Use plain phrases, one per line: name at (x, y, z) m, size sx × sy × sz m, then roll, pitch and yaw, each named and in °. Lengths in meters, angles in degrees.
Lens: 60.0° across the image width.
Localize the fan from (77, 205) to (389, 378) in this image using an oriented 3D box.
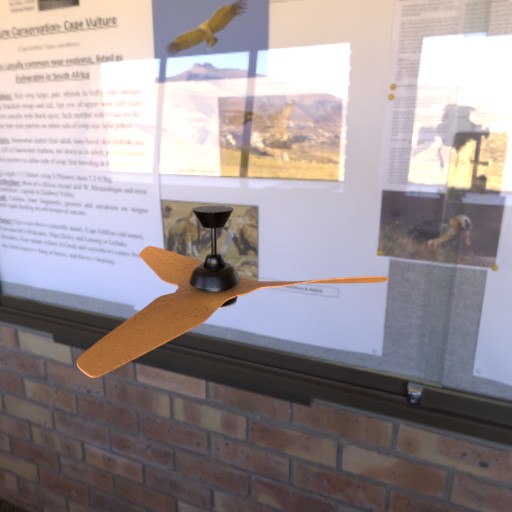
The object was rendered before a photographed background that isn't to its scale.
fan at (0.000, 0.000, 1.614) m, size 1.010 × 0.355 × 1.142 m, roll -2°, pitch 16°, yaw -8°
